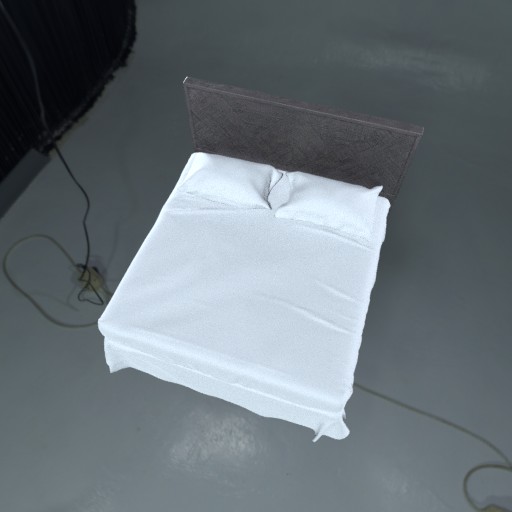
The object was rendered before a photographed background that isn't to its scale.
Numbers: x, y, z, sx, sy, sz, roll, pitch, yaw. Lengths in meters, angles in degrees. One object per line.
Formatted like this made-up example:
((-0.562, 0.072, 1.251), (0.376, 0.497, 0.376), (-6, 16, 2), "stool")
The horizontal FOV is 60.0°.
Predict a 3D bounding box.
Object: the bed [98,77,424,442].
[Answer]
((0.000, 0.000, 2.934), (1.772, 1.142, 1.785), (16, 59, 10), "bed")
